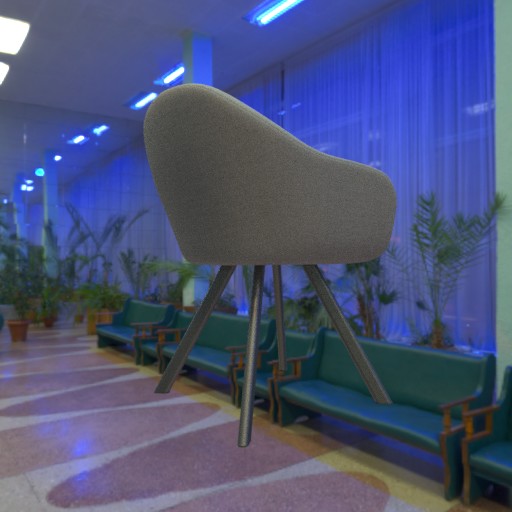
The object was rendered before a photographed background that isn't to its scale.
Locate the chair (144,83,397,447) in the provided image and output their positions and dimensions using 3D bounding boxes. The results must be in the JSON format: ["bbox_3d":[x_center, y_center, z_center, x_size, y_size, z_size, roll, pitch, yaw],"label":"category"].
[{"bbox_3d":[0.000,0.000,1.200,0.570,0.780,0.540,0,0,-35],"label":"chair"}]
